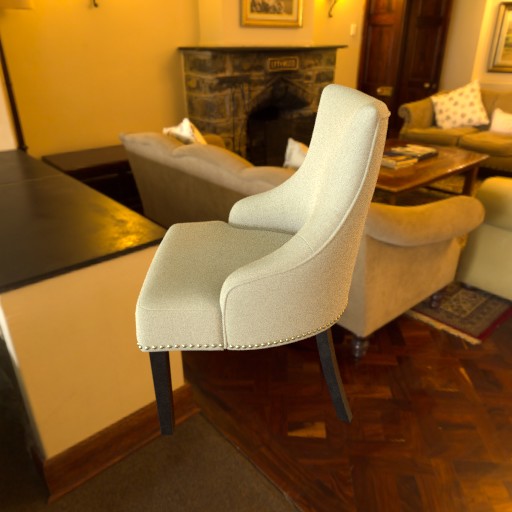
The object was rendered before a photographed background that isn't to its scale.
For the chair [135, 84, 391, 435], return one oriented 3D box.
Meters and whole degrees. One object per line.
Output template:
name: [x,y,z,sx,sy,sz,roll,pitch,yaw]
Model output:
chair: [0.000,0.000,1.304,0.629,0.909,0.566,0,26,-1]
